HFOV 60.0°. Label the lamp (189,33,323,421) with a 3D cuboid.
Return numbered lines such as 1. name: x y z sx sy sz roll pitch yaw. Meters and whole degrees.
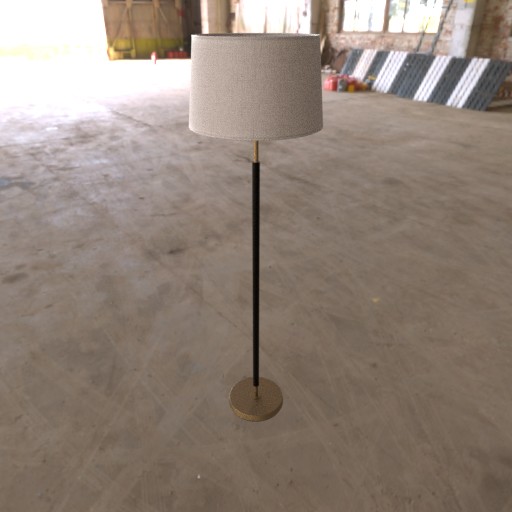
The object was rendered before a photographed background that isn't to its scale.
1. lamp: 0.000 0.000 1.618 0.420 1.447 0.420 0 28 0
